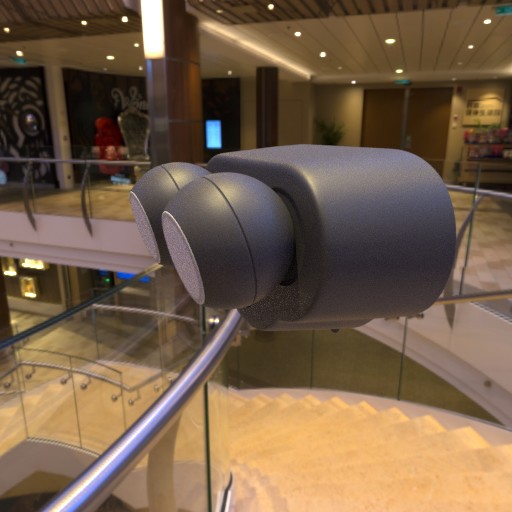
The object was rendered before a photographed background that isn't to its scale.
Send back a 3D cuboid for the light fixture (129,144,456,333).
[{"bbox_3d":[0.000,0.000,0.337,0.159,0.159,0.229,-8,18,-26],"label":"light fixture"}]
